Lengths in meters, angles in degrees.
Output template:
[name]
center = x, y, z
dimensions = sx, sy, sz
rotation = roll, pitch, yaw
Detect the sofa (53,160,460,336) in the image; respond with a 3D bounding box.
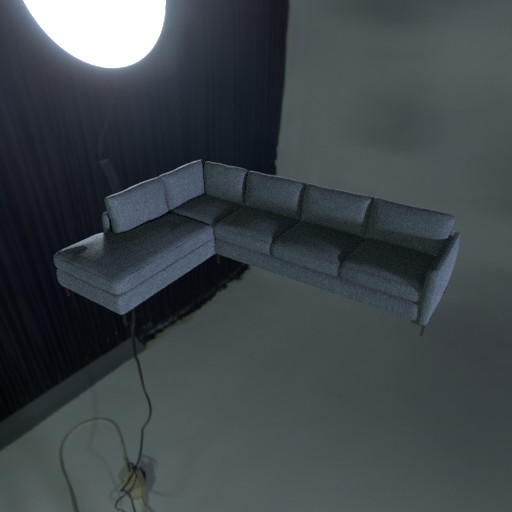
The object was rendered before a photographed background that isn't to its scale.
[sofa]
center = 0.000, 0.000, 3.852
dimensions = 2.949, 0.815, 2.007
rotation = 18, 35, 28
